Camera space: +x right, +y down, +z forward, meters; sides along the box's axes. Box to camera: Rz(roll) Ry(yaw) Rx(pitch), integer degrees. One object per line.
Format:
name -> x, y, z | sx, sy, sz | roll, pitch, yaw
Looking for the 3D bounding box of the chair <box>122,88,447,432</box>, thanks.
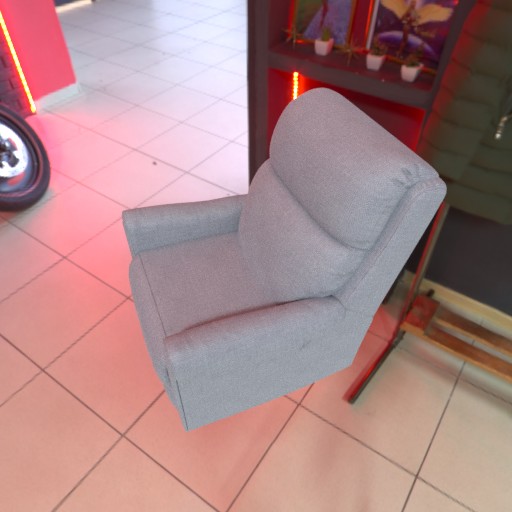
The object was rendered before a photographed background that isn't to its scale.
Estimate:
chair -> 0.000, 0.000, 1.793 | 1.014, 1.054, 0.838 | -16, 47, -16
